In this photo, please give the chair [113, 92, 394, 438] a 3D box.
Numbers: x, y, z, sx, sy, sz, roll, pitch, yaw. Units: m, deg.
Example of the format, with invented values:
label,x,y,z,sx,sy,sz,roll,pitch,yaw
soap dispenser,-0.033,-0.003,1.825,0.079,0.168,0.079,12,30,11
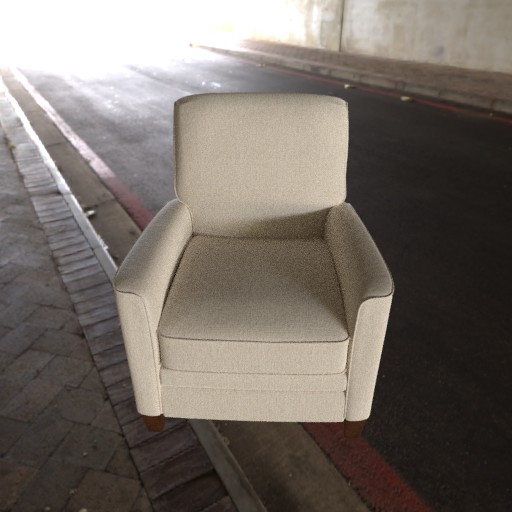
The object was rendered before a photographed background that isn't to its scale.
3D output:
label,x,y,z,sx,sy,sz,roll,pitch,yaw
chair,0.000,0.000,1.638,0.841,1.028,0.858,1,30,2
